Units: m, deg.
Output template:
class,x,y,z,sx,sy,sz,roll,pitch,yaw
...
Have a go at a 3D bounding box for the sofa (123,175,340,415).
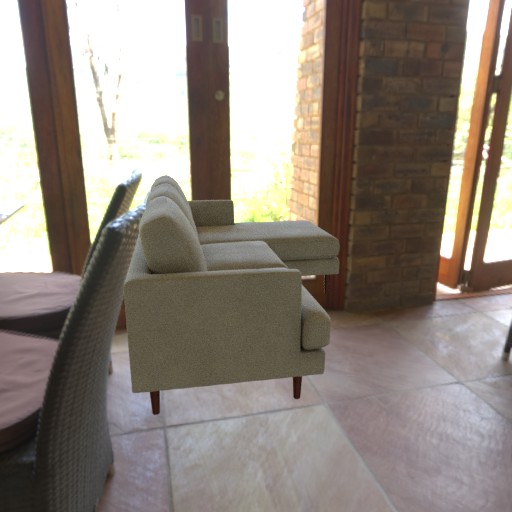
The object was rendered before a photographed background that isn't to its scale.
class,x,y,z,sx,sy,sz,roll,pitch,yaw
sofa,0.000,0.000,3.009,1.504,0.956,2.233,-3,16,-10
